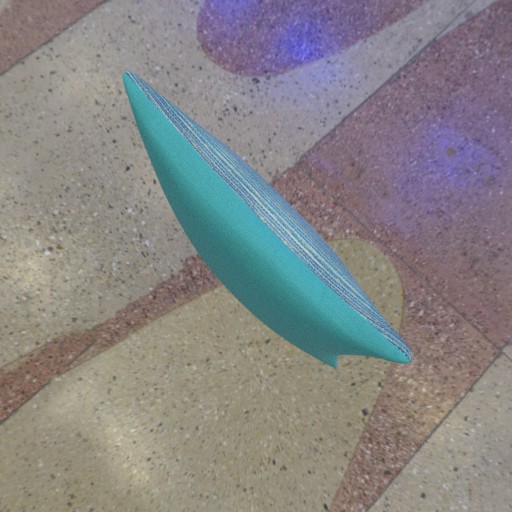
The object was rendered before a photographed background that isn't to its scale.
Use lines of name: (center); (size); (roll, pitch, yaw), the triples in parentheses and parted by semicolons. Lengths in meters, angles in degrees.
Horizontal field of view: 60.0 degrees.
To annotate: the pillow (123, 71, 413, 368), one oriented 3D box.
pillow: (0.000, 0.000, 0.773); (0.150, 0.497, 0.514); (-42, 79, -10)
